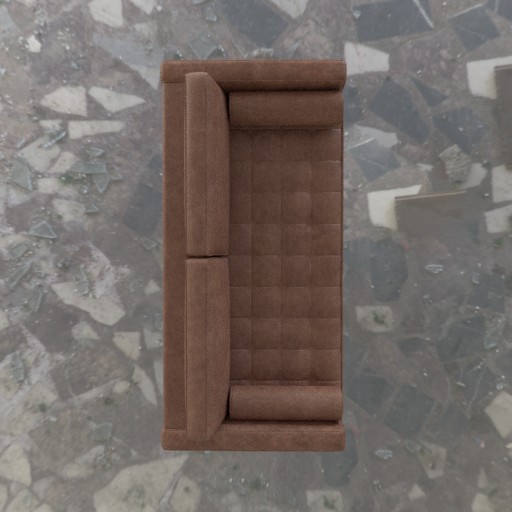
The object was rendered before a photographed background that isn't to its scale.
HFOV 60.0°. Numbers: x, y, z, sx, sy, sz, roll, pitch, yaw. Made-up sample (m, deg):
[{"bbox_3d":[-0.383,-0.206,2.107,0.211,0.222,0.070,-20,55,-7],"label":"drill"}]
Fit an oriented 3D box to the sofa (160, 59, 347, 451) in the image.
[{"bbox_3d":[0.000,0.000,2.276,0.910,0.760,1.870,0,91,1],"label":"sofa"}]
